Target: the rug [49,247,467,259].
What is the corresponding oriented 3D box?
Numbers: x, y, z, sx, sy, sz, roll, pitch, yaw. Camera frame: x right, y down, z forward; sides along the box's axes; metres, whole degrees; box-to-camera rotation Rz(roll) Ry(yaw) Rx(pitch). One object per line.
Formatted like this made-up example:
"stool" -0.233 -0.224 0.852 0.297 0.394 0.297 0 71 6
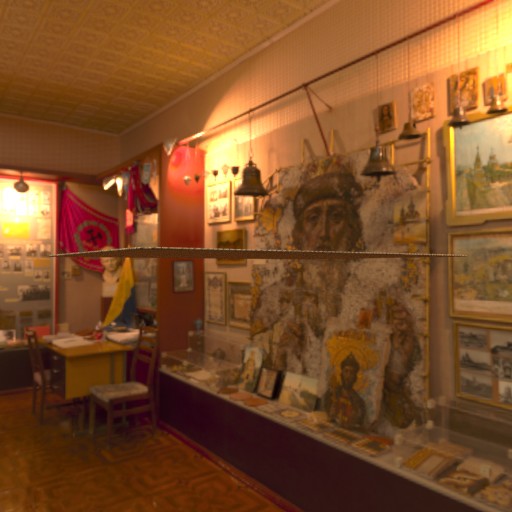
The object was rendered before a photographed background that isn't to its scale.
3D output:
"rug" 0.000 0.000 4.229 3.207 0.014 2.439 1 -2 -36
